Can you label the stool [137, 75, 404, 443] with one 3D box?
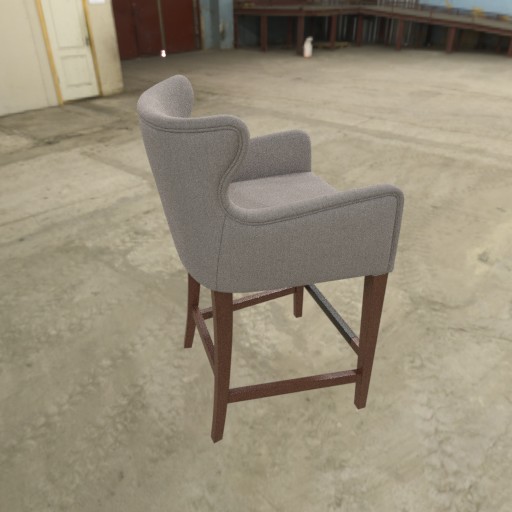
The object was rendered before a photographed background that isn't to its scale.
[{"bbox_3d":[0.000,0.000,1.320,0.575,0.951,0.575,-10,32,-16],"label":"stool"}]
